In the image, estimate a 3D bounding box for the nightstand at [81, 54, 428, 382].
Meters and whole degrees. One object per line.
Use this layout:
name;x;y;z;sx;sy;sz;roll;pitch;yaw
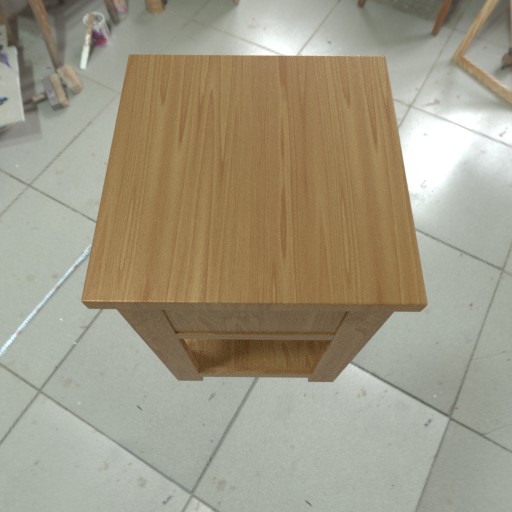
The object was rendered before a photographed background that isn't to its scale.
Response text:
nightstand;0.000;0.000;0.901;0.418;0.614;0.428;0;64;0
